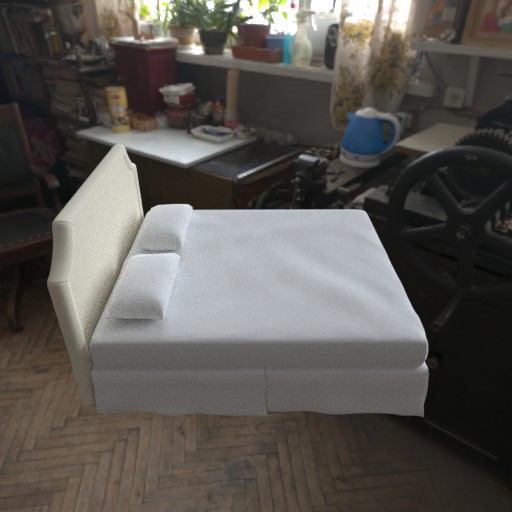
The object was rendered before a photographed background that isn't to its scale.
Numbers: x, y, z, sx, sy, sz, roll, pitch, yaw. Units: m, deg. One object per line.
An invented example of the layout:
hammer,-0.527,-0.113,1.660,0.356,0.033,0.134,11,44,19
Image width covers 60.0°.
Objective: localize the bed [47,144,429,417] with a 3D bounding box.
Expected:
bed,0.000,0.000,4.094,2.773,1.590,2.350,0,32,0
